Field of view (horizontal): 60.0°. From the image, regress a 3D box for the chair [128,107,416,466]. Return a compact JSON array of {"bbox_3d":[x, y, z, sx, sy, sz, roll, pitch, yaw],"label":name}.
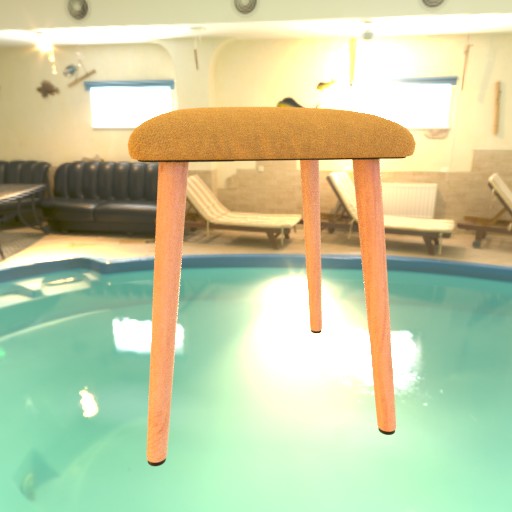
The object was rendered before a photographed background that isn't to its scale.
[{"bbox_3d":[0.000,0.000,0.694,0.350,0.440,0.350,-3,17,-10],"label":"chair"}]
